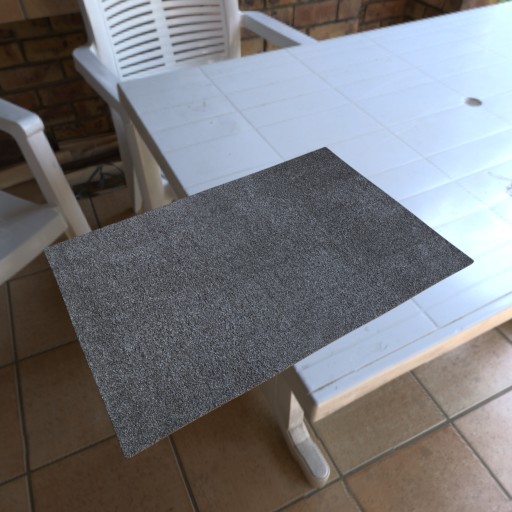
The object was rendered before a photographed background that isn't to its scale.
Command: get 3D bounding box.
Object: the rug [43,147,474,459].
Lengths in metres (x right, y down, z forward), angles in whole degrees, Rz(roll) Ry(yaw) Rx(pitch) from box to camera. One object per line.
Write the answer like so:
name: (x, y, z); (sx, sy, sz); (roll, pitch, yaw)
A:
rug: (0.000, 0.000, 3.331); (2.699, 0.026, 1.802); (-24, 51, -21)
